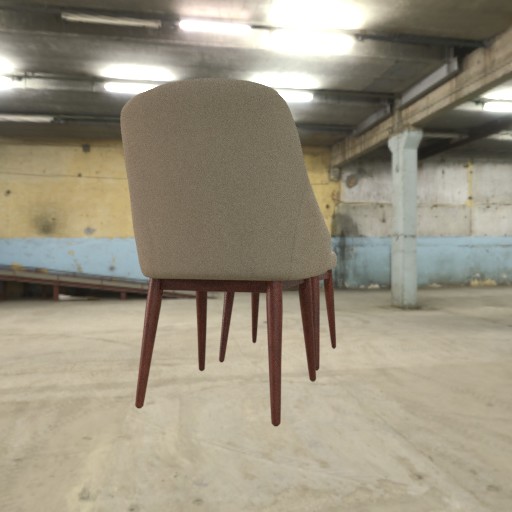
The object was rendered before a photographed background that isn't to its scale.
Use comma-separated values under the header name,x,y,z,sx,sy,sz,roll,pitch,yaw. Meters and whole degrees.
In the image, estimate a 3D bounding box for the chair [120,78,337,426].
name,x,y,z,sx,sy,sz,roll,pitch,yaw
chair,0.000,0.000,1.607,0.584,0.866,1.114,0,0,19
